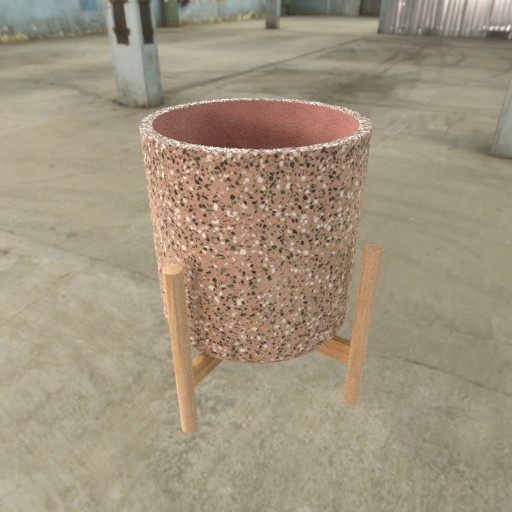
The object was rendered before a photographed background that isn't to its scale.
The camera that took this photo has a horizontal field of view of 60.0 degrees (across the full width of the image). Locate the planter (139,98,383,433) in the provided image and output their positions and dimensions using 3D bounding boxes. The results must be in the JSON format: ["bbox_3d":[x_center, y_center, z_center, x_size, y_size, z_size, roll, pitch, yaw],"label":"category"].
[{"bbox_3d":[0.000,0.000,0.695,0.360,0.419,0.360,-19,35,-29],"label":"planter"}]
